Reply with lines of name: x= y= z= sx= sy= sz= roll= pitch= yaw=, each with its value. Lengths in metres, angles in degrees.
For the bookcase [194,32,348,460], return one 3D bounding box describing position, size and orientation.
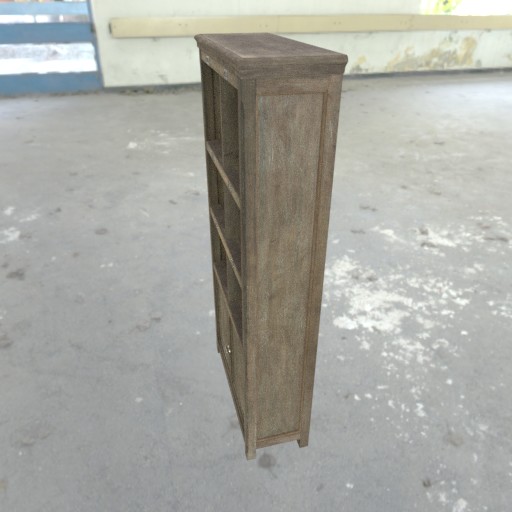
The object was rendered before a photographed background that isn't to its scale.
bookcase: x=0.000 y=0.000 z=2.157 sx=0.348 sy=1.880 sz=0.906 roll=-8 pitch=32 yaw=-13
